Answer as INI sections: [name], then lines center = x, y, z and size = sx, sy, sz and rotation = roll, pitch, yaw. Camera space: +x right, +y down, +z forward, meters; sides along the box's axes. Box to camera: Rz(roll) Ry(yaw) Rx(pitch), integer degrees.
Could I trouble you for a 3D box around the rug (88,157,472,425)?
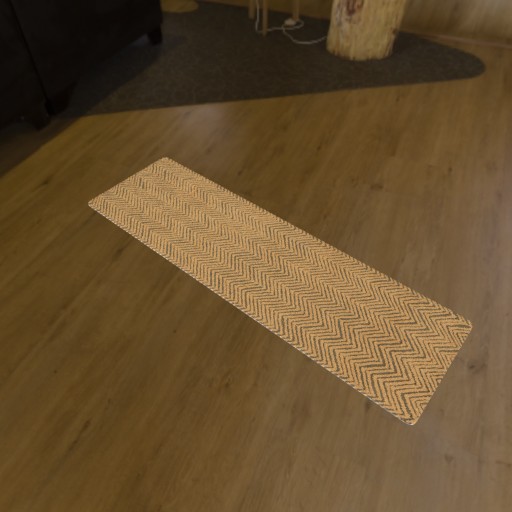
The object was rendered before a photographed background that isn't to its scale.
[rug]
center = 0.000, 0.000, 2.548
size = 2.286, 0.008, 0.686
rotation = 31, 54, 26
